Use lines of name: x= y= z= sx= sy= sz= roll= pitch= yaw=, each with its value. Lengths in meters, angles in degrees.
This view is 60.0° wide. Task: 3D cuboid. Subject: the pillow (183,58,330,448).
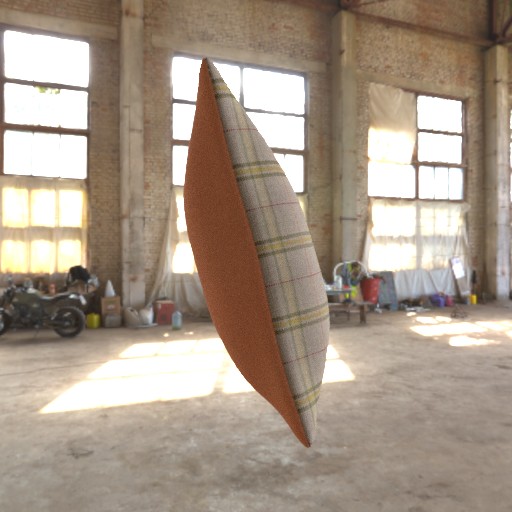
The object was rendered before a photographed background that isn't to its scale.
pillow: x=0.000 y=0.000 z=0.699 sx=0.200 sy=0.430 sz=0.453 roll=0 pitch=0 yaw=-1
